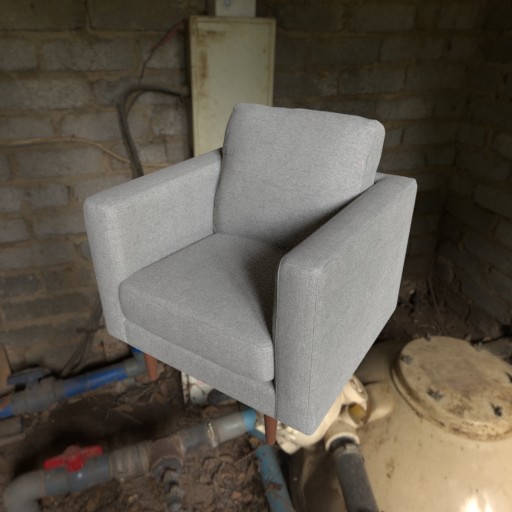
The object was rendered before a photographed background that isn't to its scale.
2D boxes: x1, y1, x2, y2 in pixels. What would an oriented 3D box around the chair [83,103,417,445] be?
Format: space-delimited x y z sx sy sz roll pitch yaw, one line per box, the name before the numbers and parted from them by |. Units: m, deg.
chair | 0.000 0.000 1.568 0.855 0.927 0.800 17 33 29
